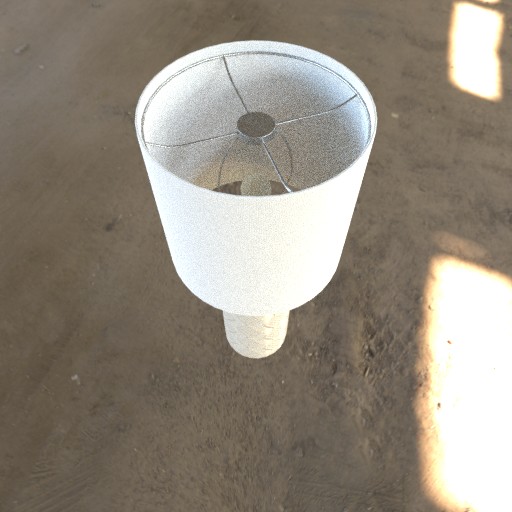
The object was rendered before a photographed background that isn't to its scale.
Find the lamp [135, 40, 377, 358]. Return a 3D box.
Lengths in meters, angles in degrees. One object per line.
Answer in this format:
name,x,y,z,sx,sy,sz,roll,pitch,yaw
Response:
lamp,0.000,0.000,0.573,0.207,0.461,0.207,-16,58,-10
